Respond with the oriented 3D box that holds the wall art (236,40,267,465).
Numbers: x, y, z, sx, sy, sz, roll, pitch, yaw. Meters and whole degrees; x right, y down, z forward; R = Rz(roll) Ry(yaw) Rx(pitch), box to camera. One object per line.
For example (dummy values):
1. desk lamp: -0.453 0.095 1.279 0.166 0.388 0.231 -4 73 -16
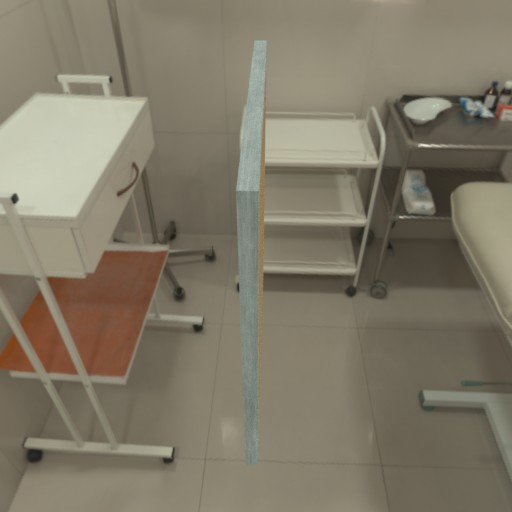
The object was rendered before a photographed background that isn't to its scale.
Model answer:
1. wall art: 0.000 0.000 0.786 0.022 0.582 0.479 1 41 1
